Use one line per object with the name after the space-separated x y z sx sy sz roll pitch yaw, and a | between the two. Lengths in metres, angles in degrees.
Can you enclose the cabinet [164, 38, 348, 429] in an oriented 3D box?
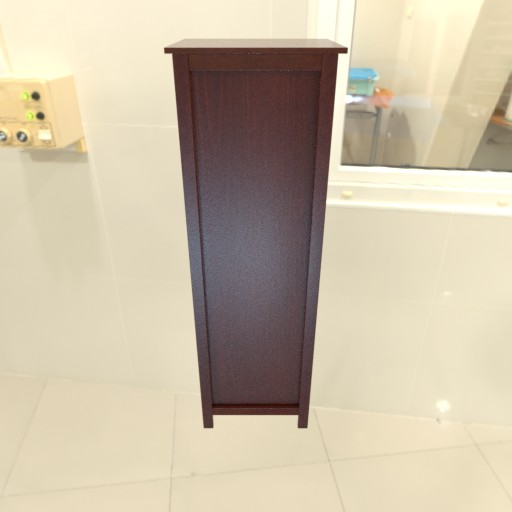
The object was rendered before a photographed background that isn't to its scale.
0.000 0.000 1.746 0.500 1.518 0.401 0 29 0 | cabinet
